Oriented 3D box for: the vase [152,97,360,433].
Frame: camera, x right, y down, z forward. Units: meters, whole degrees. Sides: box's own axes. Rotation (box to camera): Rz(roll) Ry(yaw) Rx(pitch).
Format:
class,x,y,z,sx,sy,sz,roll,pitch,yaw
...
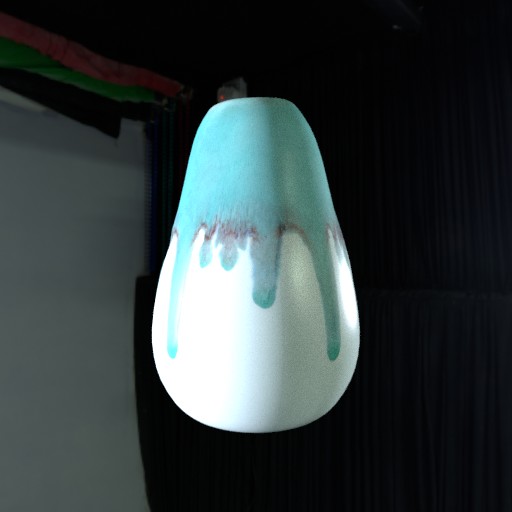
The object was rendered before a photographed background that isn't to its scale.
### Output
class,x,y,z,sx,sy,sz,roll,pitch,yaw
vase,0.000,0.000,0.255,0.116,0.179,0.116,0,-1,0
